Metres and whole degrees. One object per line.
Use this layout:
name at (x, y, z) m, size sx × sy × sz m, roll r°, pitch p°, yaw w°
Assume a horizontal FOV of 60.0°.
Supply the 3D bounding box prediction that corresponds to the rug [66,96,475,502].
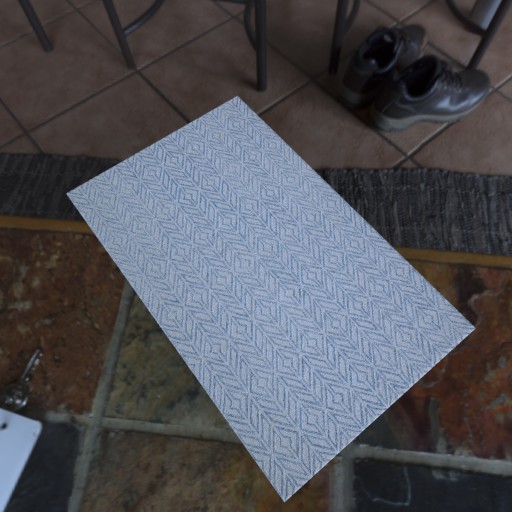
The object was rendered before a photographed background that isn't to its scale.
rug at (0.000, 0.000, 2.946) m, size 1.526 × 0.008 × 2.441 m, roll -35°, pitch 69°, yaw -16°
